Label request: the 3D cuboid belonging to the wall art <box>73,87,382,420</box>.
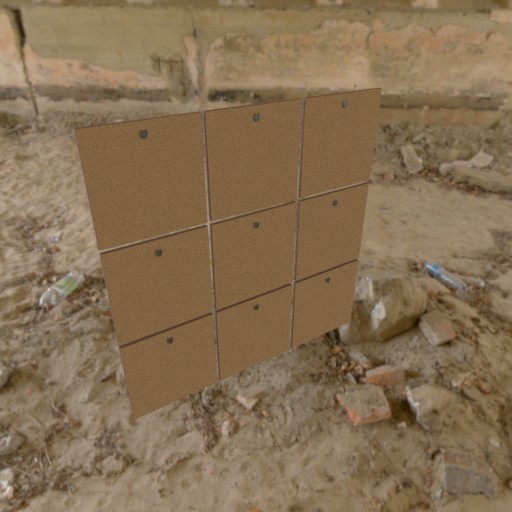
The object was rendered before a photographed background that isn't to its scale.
[{"bbox_3d":[0.000,0.000,1.848,1.221,1.218,0.024,-18,35,-28],"label":"wall art"}]
